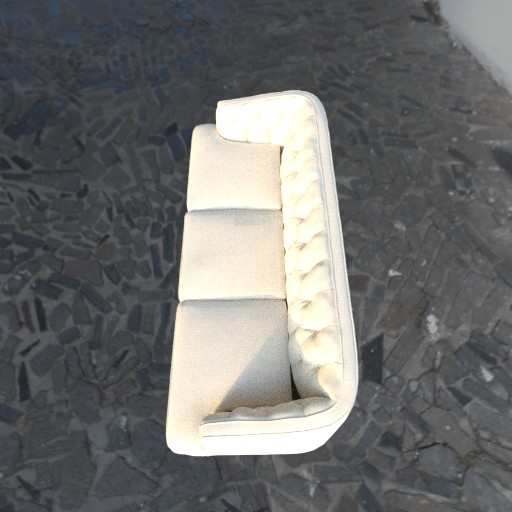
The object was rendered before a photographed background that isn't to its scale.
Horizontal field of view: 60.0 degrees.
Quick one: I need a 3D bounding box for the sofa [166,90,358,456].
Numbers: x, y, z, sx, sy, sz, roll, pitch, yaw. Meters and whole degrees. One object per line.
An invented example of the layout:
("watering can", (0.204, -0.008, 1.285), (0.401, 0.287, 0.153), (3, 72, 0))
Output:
("sofa", (0.000, 0.000, 2.793), (0.941, 0.855, 2.278), (0, 59, 0))
